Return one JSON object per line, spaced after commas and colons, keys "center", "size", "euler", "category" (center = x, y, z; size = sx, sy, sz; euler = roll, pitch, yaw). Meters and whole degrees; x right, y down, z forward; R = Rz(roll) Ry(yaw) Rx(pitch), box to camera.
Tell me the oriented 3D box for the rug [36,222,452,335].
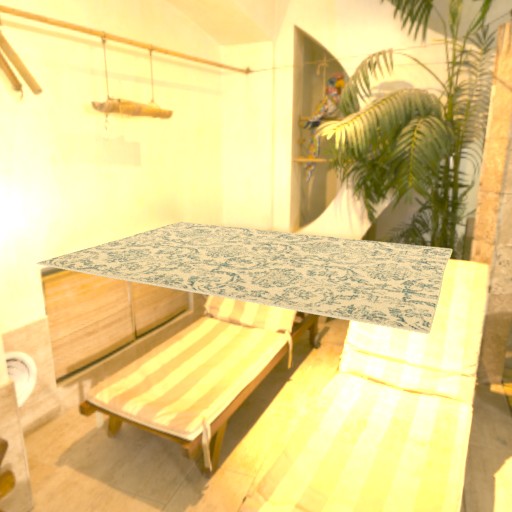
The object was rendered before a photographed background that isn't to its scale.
{"center": [0.000, 0.000, 3.484], "size": [2.746, 0.018, 1.819], "euler": [7, 17, 25], "category": "rug"}
